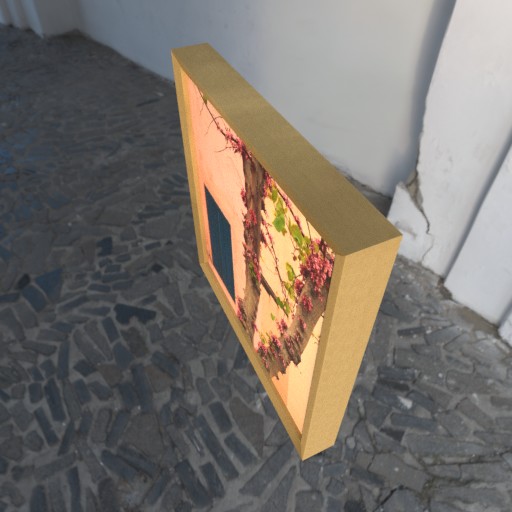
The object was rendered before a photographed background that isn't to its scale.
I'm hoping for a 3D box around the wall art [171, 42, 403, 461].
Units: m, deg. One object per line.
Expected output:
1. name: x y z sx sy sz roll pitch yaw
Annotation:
1. wall art: 0.000 0.000 0.447 0.038 0.305 0.304 -19 49 -17
